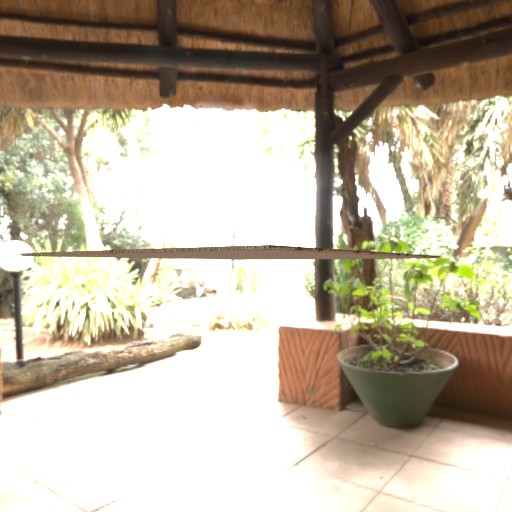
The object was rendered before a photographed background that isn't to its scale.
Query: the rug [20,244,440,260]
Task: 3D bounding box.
[{"bbox_3d":[0.000,0.000,3.944,2.399,0.026,3.000,-1,-2,36],"label":"rug"}]
